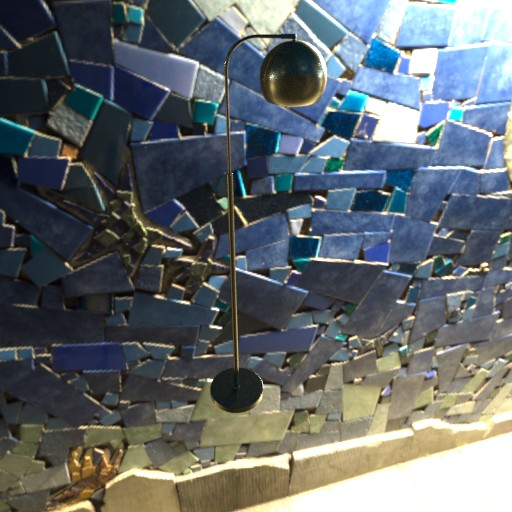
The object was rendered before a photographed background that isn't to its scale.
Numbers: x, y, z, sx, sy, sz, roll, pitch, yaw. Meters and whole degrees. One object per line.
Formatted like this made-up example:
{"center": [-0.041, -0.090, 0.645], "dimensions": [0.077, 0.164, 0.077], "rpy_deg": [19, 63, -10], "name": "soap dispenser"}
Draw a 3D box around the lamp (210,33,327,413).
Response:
{"center": [0.000, 0.000, 1.694], "dimensions": [0.431, 1.526, 0.250], "rpy_deg": [0, 32, 0], "name": "lamp"}
